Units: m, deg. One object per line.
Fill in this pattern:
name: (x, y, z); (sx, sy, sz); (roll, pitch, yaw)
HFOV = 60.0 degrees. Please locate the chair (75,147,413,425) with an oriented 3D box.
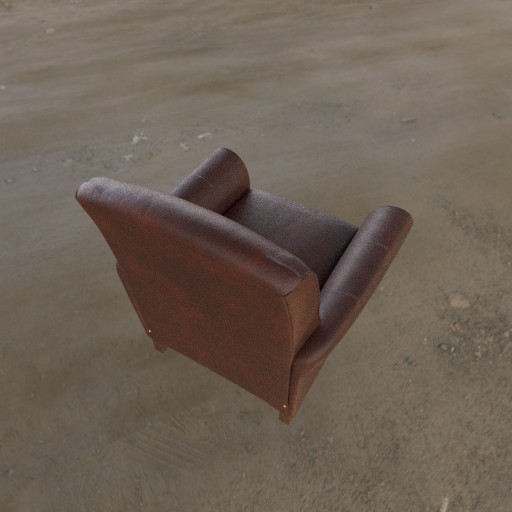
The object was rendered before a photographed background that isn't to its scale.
chair: (0.000, 0.000, 1.773); (0.978, 1.061, 0.902); (23, 51, 21)
